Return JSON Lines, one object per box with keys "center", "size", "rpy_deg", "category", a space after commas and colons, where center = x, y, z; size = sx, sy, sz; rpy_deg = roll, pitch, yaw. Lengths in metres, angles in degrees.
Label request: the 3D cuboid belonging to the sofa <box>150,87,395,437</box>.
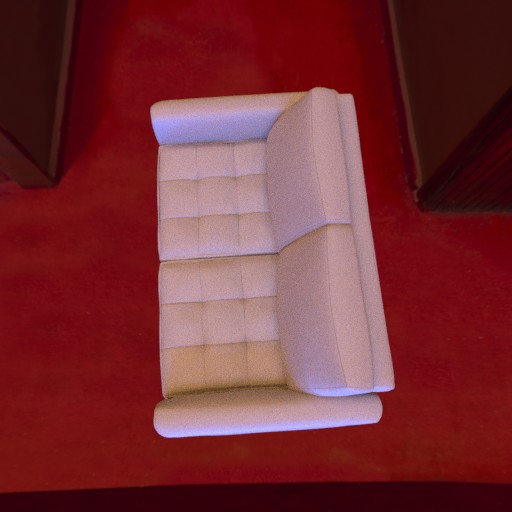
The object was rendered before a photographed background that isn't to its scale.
{"center": [0.000, 0.000, 2.424], "size": [1.121, 0.930, 1.819], "rpy_deg": [-4, 75, -1], "category": "sofa"}
